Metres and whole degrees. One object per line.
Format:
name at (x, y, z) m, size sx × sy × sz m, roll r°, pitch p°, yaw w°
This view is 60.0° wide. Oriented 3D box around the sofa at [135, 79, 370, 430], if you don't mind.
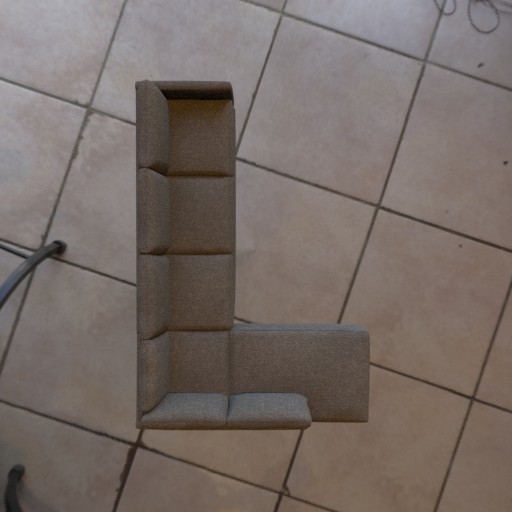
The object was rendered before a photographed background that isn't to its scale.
sofa at (0.000, 0.000, 3.867) m, size 2.007 × 0.815 × 2.949 m, roll 0°, pitch 91°, yaw 0°
